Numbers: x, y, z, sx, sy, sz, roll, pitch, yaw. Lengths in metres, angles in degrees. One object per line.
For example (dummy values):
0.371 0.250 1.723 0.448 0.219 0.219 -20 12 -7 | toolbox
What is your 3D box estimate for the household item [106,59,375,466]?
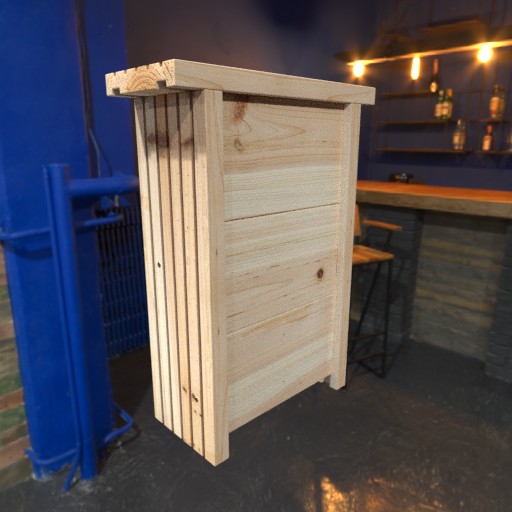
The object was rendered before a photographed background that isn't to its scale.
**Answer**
0.000 0.000 0.553 0.301 0.407 0.123 -14 20 -42 | household item
